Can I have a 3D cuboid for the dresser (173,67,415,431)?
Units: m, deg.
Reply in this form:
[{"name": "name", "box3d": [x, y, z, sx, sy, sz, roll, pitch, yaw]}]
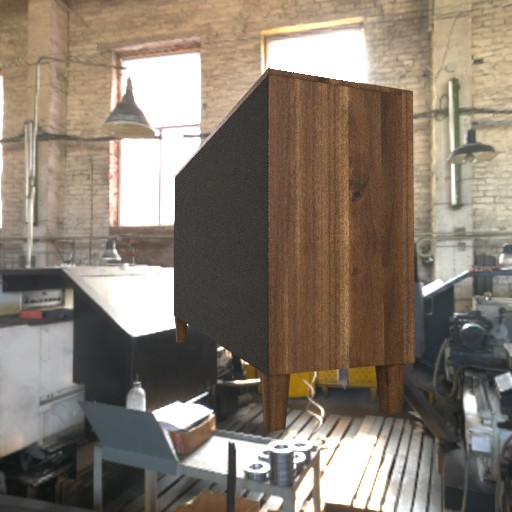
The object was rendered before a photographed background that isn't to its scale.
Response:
[{"name": "dresser", "box3d": [0.000, 0.000, 1.799, 0.438, 0.892, 1.387, 0, -1, -20]}]
